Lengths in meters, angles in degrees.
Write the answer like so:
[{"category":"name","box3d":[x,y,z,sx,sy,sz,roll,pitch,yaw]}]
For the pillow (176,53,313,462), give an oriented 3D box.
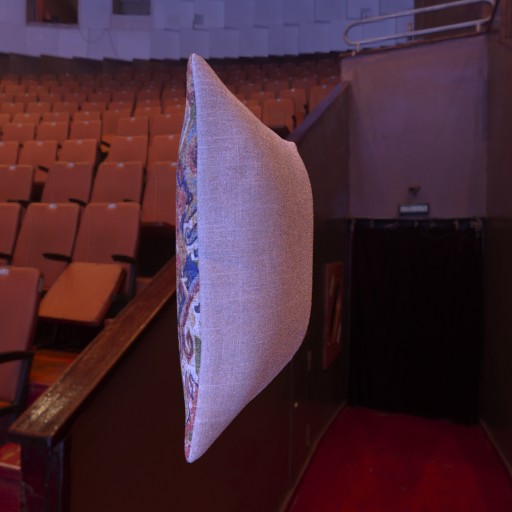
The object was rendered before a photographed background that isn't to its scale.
[{"category":"pillow","box3d":[0.000,0.000,0.789,0.166,0.506,0.523,1,2,18]}]
